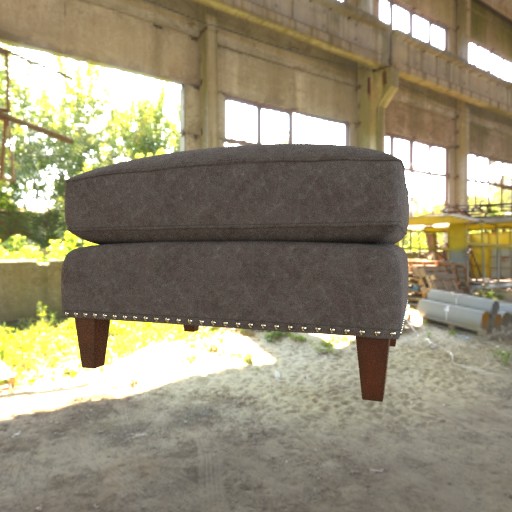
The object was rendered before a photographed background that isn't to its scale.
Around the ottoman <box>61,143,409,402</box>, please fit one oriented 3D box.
[{"bbox_3d":[0.000,0.000,1.146,0.741,0.513,0.584,0,1,20],"label":"ottoman"}]
